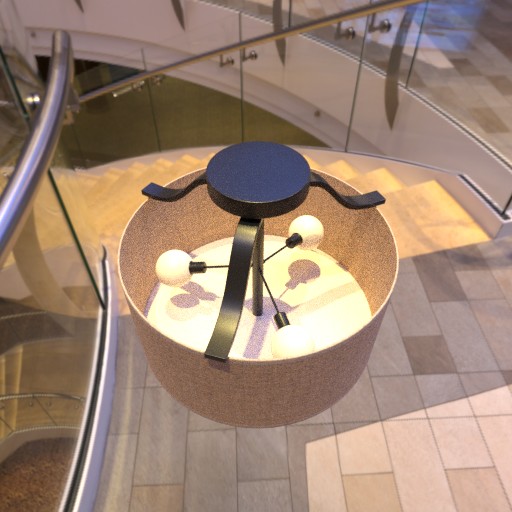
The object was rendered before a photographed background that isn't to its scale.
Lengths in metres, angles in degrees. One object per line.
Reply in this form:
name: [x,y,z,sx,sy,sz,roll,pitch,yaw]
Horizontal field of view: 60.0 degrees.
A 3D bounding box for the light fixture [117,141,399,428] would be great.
light fixture: [0.000,0.000,0.642,0.390,0.306,0.390,0,46,0]
